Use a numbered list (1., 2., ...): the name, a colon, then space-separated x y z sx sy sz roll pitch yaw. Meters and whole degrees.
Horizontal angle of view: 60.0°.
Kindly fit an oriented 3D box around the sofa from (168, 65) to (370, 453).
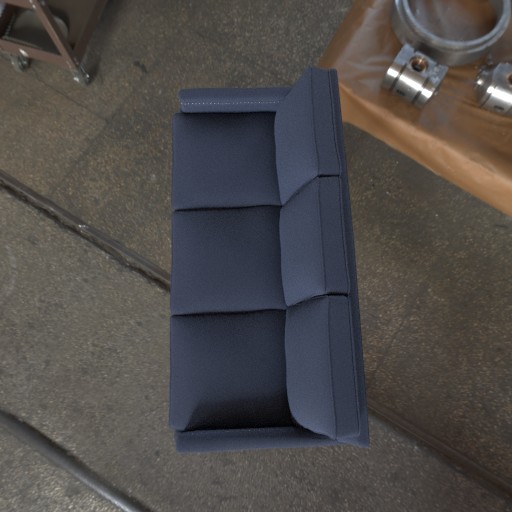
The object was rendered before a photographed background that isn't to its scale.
1. sofa: 0.000 0.000 2.785 1.084 1.003 2.246 -2 76 0
